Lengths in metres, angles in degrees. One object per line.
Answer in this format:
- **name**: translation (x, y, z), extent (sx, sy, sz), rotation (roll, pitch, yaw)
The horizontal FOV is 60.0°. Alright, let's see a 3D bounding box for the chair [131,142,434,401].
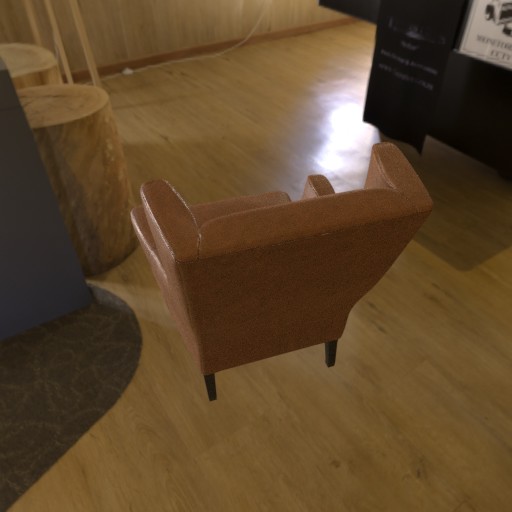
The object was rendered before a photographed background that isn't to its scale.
- **chair**: translation (0.000, 0.000, 1.695), extent (0.852, 1.016, 0.925), rotation (-12, 44, -13)
